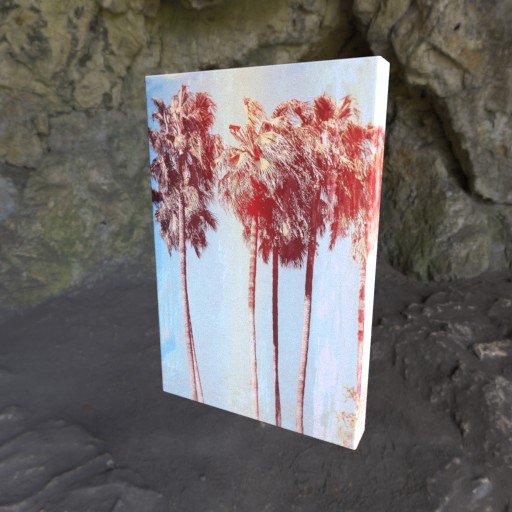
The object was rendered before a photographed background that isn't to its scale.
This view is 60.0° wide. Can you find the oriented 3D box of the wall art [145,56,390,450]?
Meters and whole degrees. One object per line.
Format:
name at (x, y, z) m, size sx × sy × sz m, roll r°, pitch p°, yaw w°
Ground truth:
wall art at (0.000, 0.000, 0.484) m, size 0.251 × 0.380 × 0.039 m, roll 7°, pitch 16°, yaw 26°
